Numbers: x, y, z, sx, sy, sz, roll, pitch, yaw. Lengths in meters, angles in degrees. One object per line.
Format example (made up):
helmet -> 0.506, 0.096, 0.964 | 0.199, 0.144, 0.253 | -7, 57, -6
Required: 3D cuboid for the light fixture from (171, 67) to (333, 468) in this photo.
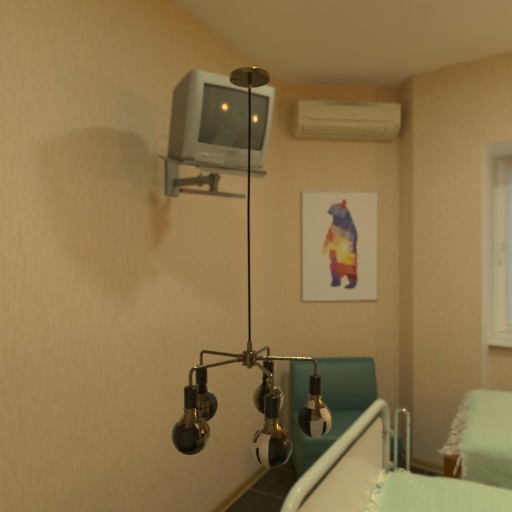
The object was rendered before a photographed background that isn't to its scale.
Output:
light fixture -> 0.000, 0.000, 1.215 | 0.421, 0.988, 0.438 | 0, 0, 0
